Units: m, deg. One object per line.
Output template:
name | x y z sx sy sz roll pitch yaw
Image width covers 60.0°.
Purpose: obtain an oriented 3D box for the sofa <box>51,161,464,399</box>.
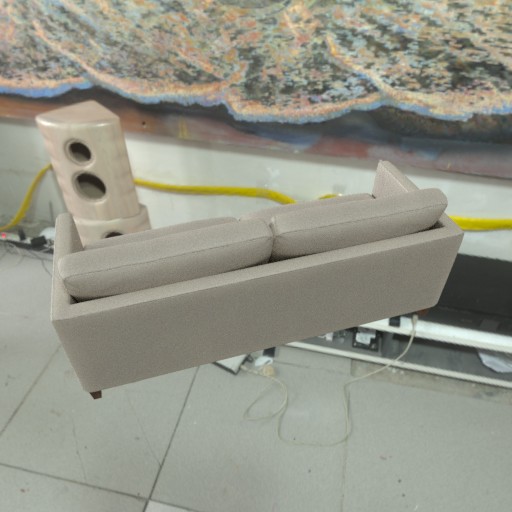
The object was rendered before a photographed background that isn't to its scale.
sofa | 0.000 0.000 2.888 2.361 0.968 0.951 -11 43 -13
